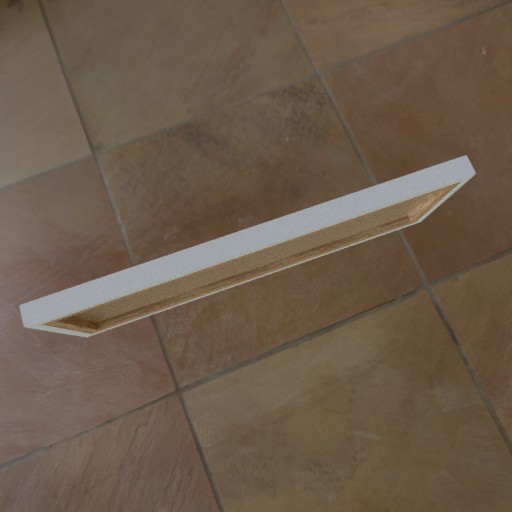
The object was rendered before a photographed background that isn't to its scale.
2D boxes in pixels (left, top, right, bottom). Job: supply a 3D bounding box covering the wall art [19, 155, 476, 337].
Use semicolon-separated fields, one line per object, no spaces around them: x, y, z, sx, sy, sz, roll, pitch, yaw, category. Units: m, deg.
0.000;0.000;0.835;0.763;0.255;0.038;-19;77;-5;wall art
